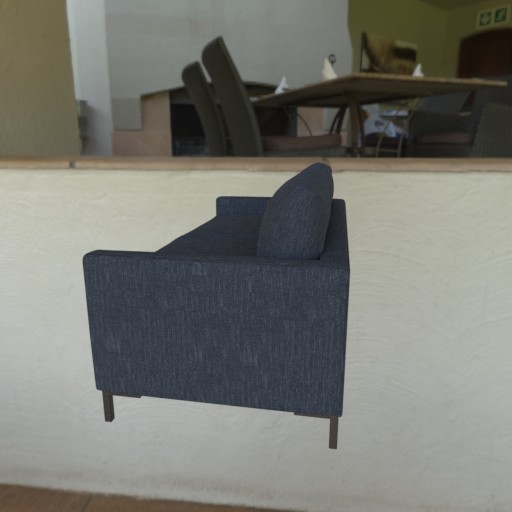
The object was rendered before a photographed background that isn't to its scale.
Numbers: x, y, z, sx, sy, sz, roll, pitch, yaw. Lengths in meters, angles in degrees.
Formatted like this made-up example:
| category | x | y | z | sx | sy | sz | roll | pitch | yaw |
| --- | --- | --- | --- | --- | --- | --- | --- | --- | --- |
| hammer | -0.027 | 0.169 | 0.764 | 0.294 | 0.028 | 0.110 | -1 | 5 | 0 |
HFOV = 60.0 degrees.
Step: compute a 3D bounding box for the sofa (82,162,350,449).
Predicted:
| category | x | y | z | sx | sy | sz | roll | pitch | yaw |
| --- | --- | --- | --- | --- | --- | --- | --- | --- | --- |
| sofa | 0.000 | 0.000 | 2.193 | 0.866 | 0.862 | 1.716 | 3 | 14 | 10 |
